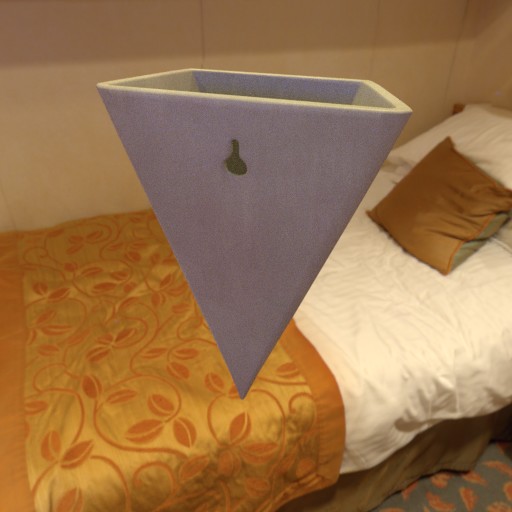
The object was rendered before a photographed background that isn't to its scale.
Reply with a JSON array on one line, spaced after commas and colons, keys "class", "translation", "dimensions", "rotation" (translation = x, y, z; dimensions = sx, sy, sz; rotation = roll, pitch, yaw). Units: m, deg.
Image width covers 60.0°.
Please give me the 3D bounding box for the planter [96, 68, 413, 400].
[{"class": "planter", "translation": [0.000, 0.000, 0.268], "dimensions": [0.150, 0.197, 0.060], "rotation": [11, 34, 17]}]
